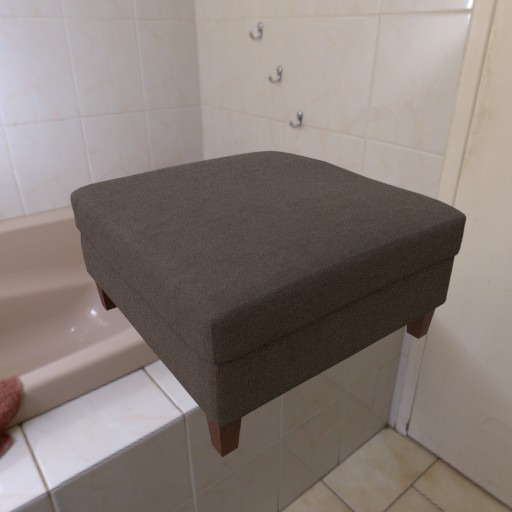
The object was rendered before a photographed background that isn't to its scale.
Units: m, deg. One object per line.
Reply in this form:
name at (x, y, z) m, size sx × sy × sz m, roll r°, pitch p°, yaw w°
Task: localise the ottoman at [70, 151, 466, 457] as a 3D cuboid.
ottoman at (0.000, 0.000, 1.403) m, size 0.861 × 0.482 × 0.881 m, roll -18°, pitch 32°, yaw -32°
